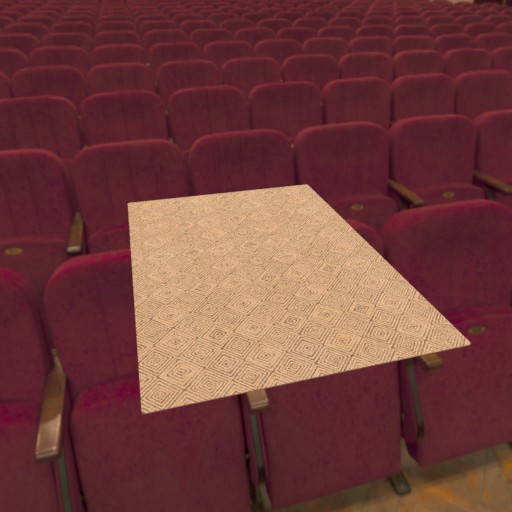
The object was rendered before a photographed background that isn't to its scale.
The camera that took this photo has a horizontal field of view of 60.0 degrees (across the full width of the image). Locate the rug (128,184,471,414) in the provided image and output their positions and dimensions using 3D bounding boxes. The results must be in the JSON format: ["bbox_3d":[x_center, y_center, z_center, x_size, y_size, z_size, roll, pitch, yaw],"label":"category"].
[{"bbox_3d":[0.000,0.000,2.938,1.593,0.008,2.238,-8,31,-13],"label":"rug"}]
